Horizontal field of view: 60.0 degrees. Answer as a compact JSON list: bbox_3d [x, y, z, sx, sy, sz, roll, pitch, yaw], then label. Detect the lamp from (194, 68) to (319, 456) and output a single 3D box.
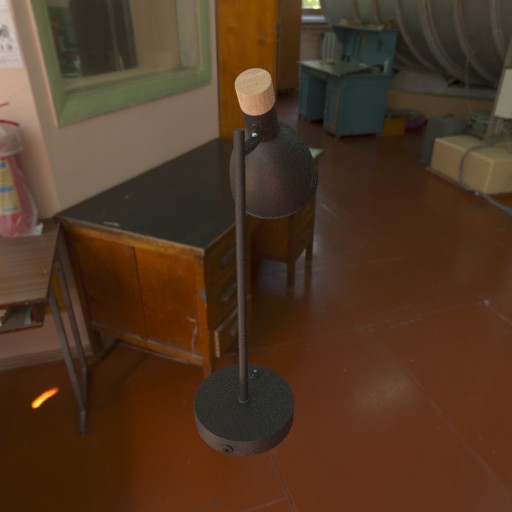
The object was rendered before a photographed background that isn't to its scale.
[{"bbox_3d":[0.000,0.000,0.615,0.152,0.483,0.287,8,31,14],"label":"lamp"}]
